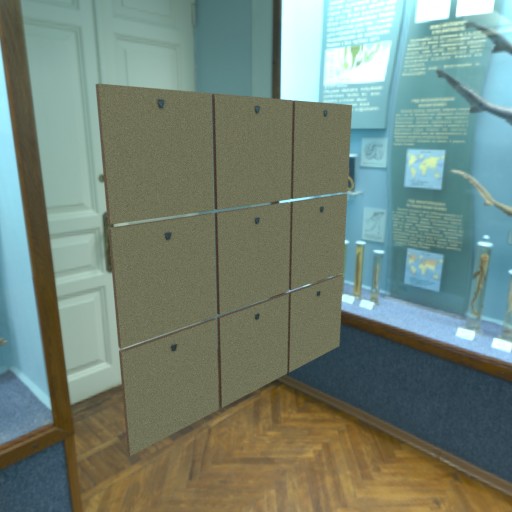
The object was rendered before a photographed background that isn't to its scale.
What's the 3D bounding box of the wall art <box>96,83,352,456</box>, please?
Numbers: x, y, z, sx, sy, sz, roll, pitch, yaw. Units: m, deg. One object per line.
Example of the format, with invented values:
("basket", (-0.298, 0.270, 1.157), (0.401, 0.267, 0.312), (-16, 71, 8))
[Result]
("wall art", (0.000, 0.000, 1.334), (0.906, 0.904, 0.018), (-14, 20, -42))
